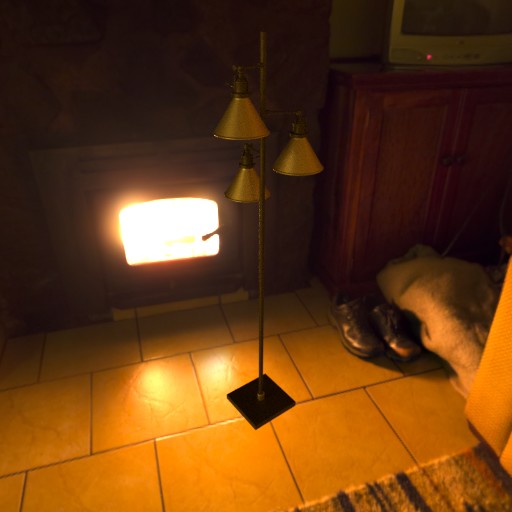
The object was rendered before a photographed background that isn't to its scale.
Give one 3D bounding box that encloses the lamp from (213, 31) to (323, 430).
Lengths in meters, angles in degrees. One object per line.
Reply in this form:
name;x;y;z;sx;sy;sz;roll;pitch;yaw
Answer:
lamp;0.000;0.000;1.895;0.428;1.716;0.415;-20;35;-32
